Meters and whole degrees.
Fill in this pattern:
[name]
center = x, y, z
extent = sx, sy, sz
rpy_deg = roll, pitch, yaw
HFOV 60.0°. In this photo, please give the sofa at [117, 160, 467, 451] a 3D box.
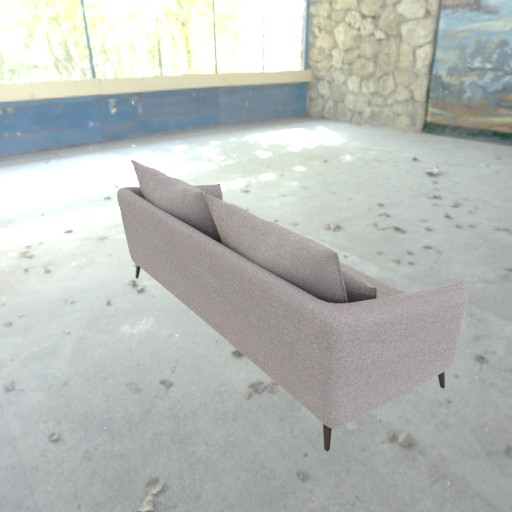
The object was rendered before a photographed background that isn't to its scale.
[sofa]
center = 0.000, 0.000, 2.427
extent = 0.809, 0.833, 2.022
rpy_deg = -18, 31, -33
